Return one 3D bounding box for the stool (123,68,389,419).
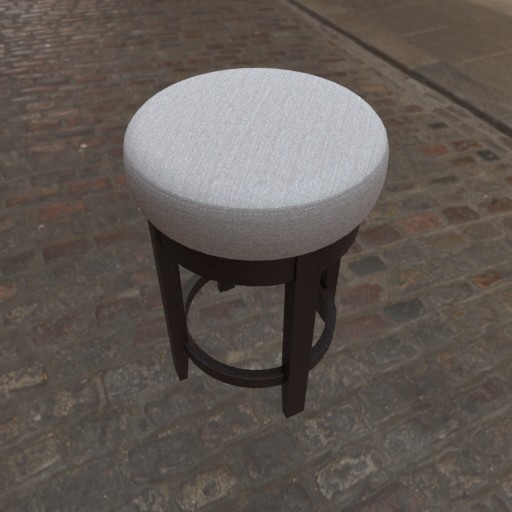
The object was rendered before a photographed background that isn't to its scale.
[{"bbox_3d":[0.000,0.000,0.949,0.443,0.672,0.443,0,46,0],"label":"stool"}]
